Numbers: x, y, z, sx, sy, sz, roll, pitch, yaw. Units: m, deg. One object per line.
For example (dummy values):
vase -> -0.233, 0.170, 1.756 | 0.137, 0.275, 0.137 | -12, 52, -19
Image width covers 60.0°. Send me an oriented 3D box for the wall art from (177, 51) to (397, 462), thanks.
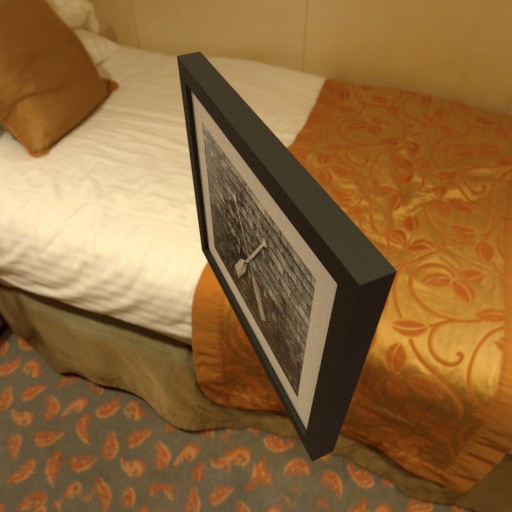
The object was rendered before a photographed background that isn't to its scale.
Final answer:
wall art -> 0.000, 0.000, 0.526 | 0.029, 0.330, 0.381 | -19, 50, -17
